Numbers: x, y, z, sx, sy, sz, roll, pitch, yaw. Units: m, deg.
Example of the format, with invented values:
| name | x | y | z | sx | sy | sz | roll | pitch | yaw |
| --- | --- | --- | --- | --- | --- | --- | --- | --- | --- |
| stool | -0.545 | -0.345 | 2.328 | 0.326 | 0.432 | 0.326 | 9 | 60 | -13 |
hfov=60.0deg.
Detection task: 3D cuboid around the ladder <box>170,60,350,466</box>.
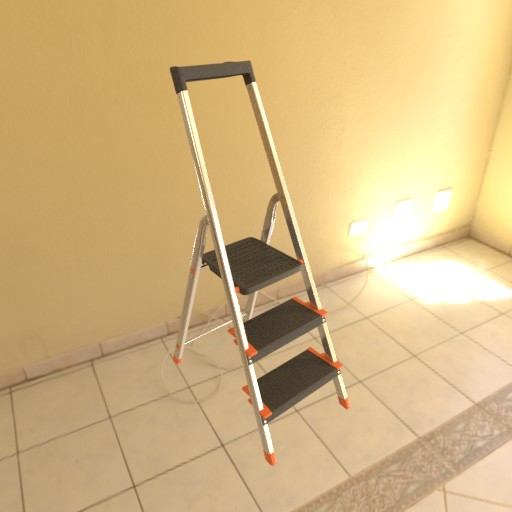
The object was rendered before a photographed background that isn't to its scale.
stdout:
| name | x | y | z | sx | sy | sz | roll | pitch | yaw |
| --- | --- | --- | --- | --- | --- | --- | --- | --- | --- |
| ladder | 0.000 | 0.000 | 1.576 | 0.416 | 1.229 | 0.686 | -22 | 36 | -33 |
